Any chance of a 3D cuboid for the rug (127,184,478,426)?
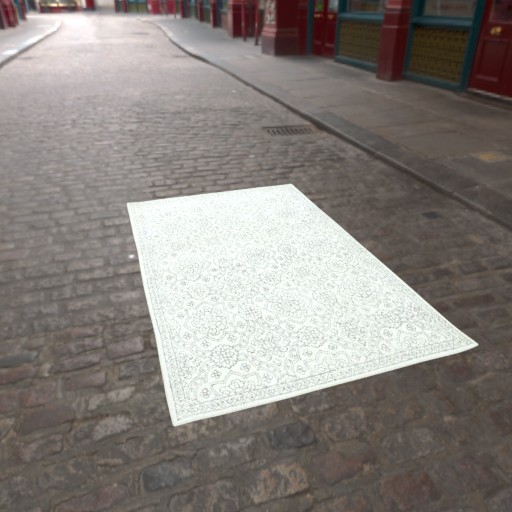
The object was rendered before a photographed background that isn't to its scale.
[{"bbox_3d":[0.000,0.000,2.986,1.518,0.023,2.434,-9,31,-16],"label":"rug"}]
